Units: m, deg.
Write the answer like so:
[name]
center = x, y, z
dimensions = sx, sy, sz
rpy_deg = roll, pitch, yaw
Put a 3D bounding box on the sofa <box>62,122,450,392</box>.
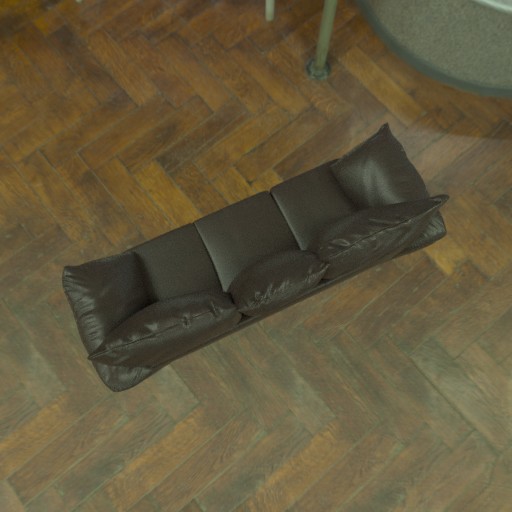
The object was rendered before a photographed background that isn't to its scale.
[sofa]
center = 0.000, 0.000, 2.960
dimensions = 2.390, 1.091, 0.907
rpy_deg = -24, 77, -6
